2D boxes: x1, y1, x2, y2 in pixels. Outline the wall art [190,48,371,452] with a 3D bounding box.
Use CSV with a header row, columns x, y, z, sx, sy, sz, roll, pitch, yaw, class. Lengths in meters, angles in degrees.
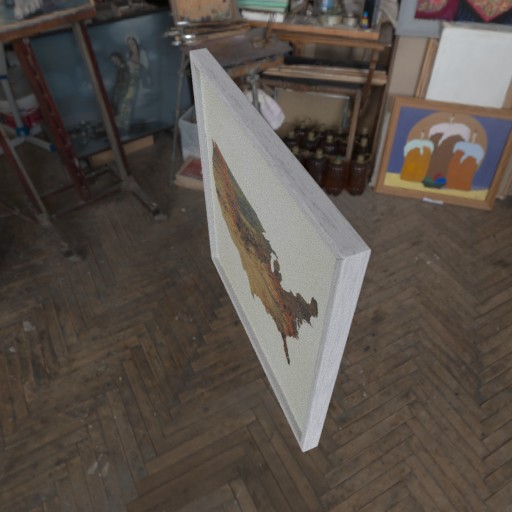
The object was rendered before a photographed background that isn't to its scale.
x,y,z,sx,sy,sz,roll,pitch,yaw,class
0.000,0.000,1.937,0.078,1.288,1.287,-17,49,-15,wall art
